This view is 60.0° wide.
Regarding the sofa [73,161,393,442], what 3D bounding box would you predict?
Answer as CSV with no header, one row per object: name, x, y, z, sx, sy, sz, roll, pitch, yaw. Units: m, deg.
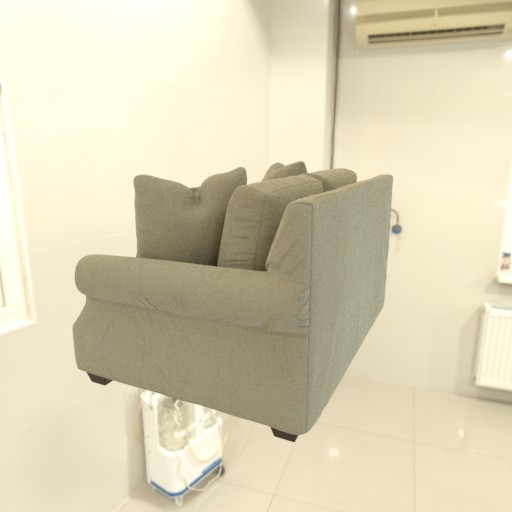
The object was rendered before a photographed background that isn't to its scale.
sofa,0.000,0.000,2.193,1.070,0.905,1.550,7,15,25
